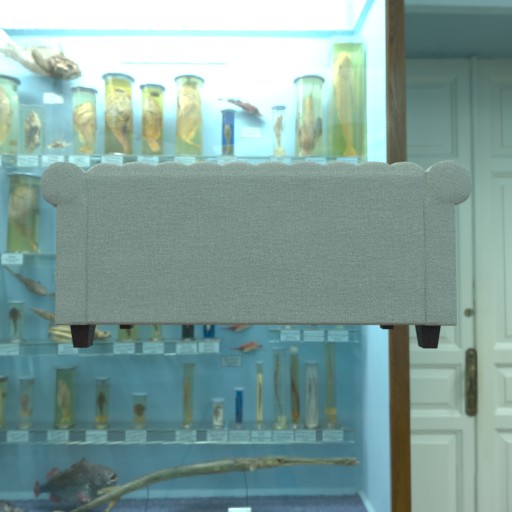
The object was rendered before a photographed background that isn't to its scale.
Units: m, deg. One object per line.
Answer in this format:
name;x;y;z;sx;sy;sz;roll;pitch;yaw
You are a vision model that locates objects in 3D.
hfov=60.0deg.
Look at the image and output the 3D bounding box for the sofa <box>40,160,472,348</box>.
sofa;0.000;0.000;2.207;1.798;0.797;0.783;0;-2;1
